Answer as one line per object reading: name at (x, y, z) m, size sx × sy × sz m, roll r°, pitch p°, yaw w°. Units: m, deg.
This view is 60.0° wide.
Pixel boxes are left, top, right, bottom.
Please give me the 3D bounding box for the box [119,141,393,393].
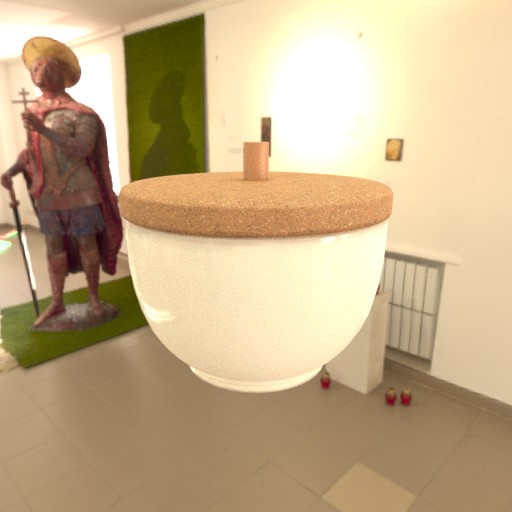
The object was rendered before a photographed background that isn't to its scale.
box at (0.000, 0.000, 0.188) m, size 0.107 × 0.094 × 0.107 m, roll 0°, pitch 16°, yaw 0°
